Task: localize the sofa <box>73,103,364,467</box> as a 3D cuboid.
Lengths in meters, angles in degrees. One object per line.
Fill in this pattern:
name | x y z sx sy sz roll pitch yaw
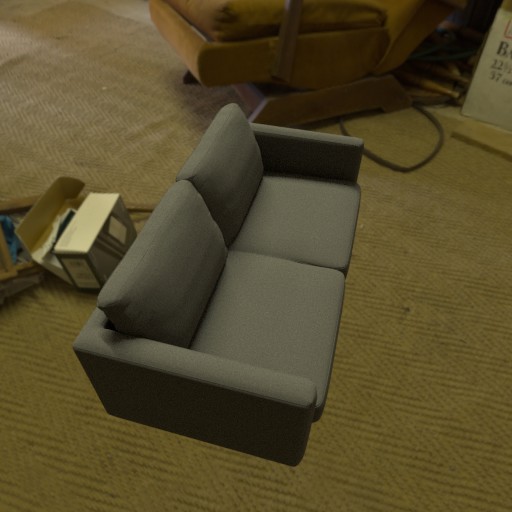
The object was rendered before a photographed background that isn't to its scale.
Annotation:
sofa | 0.000 0.000 2.250 0.940 0.866 1.713 11 48 10
